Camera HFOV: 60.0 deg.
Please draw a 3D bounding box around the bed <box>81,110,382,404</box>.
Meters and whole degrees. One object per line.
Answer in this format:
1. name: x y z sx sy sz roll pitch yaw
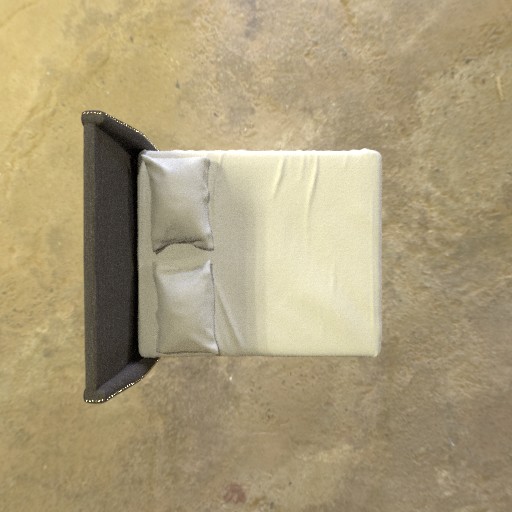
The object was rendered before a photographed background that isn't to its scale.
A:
1. bed: 0.000 0.000 3.518 2.276 1.332 1.925 0 91 0
